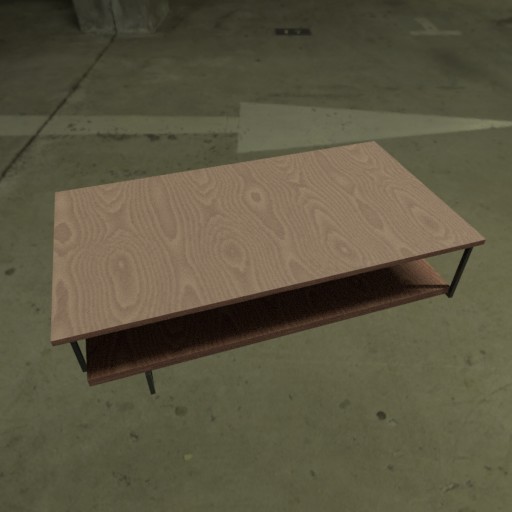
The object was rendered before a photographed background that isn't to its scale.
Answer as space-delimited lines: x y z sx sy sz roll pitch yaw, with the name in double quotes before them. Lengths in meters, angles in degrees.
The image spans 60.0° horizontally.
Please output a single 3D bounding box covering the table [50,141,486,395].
"table" 0.000 0.000 1.496 1.197 0.347 0.651 -12 43 -13
